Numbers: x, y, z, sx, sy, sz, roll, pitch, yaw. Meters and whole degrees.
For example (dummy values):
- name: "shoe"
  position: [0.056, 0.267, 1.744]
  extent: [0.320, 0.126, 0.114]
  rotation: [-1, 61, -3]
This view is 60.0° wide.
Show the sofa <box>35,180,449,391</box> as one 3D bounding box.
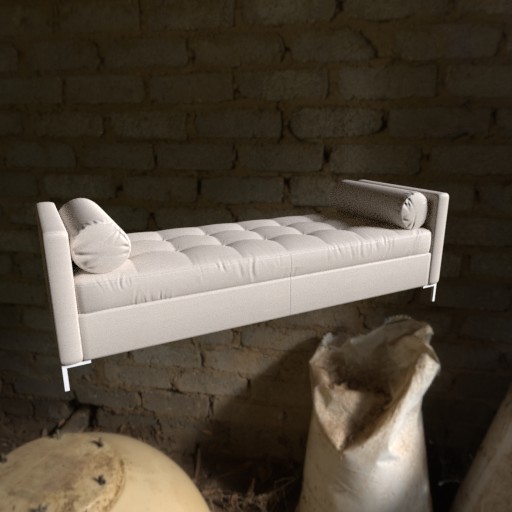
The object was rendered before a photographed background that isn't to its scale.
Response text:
- name: "sofa"
  position: [0.000, 0.000, 2.301]
  extent: [1.981, 0.635, 0.686]
  rotation: [-8, 18, -26]
